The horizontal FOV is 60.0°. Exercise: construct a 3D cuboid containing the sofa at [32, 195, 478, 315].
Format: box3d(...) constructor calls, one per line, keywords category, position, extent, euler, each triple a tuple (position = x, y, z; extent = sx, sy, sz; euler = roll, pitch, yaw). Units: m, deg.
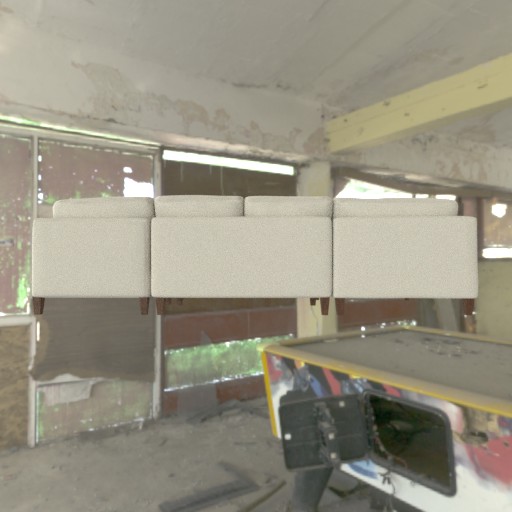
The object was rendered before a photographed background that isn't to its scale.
box3d(category="sofa", position=(0.000, 0.000, 4.647), extent=(3.459, 0.956, 2.593), euler=(0, -1, 1))
